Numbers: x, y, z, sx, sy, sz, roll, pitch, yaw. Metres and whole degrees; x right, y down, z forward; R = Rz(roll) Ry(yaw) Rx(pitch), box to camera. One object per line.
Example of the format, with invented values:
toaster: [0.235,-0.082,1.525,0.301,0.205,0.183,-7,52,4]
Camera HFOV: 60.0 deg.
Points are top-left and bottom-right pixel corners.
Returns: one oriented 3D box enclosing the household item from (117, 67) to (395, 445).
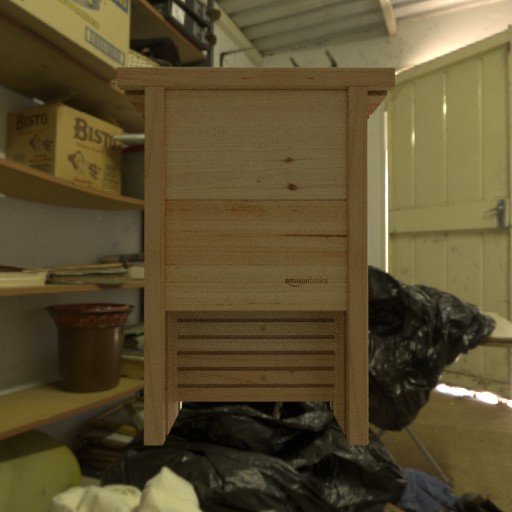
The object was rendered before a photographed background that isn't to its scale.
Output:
household item: [0.000,0.000,0.537,0.301,0.407,0.123,0,0,0]
